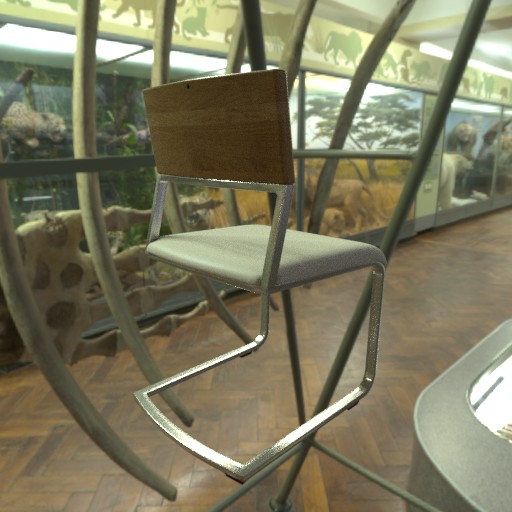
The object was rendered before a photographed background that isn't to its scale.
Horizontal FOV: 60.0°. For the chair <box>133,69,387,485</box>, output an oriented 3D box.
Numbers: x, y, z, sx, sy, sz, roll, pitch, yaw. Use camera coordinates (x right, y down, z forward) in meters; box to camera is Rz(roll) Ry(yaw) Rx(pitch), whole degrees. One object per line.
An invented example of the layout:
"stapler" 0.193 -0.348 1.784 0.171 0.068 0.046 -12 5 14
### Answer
"chair" 0.000 0.000 1.180 0.585 0.844 0.467 -14 20 -43
